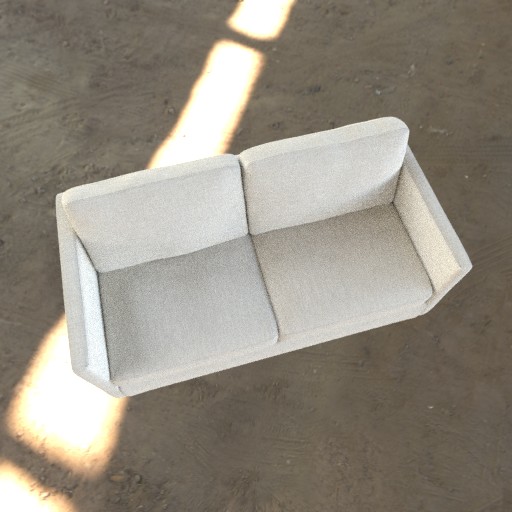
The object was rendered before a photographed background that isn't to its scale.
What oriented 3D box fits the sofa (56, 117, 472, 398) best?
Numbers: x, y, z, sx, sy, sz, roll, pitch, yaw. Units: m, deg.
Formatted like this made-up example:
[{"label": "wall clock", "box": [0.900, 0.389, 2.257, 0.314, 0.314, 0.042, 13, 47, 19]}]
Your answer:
[{"label": "sofa", "box": [0.000, 0.000, 2.358, 1.838, 0.963, 0.950, -14, 65, -7]}]
